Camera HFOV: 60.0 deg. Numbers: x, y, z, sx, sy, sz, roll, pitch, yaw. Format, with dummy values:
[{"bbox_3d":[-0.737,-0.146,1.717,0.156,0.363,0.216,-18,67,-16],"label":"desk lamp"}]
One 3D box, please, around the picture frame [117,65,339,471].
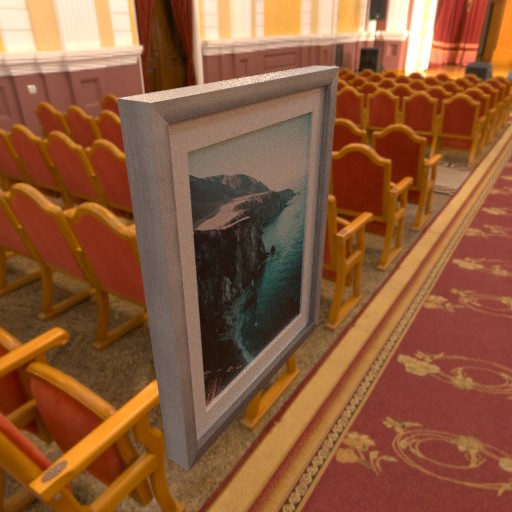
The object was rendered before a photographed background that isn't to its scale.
[{"bbox_3d":[0.000,0.000,0.743,0.046,0.555,0.449,17,33,29],"label":"picture frame"}]
